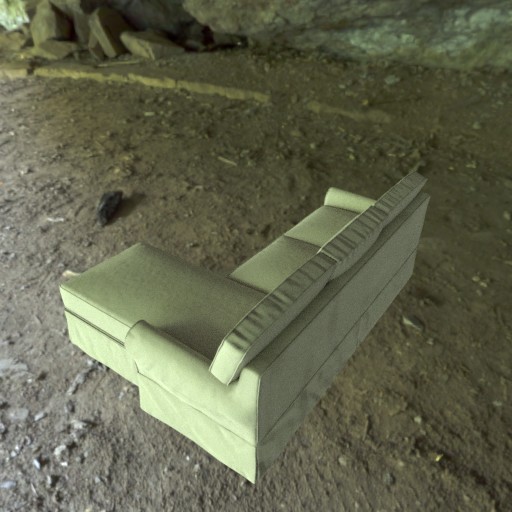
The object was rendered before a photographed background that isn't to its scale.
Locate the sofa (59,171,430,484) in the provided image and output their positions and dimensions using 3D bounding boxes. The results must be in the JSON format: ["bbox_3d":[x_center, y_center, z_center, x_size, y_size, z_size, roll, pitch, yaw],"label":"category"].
[{"bbox_3d":[0.000,0.000,3.294,1.733,0.978,2.475,21,38,30],"label":"sofa"}]
